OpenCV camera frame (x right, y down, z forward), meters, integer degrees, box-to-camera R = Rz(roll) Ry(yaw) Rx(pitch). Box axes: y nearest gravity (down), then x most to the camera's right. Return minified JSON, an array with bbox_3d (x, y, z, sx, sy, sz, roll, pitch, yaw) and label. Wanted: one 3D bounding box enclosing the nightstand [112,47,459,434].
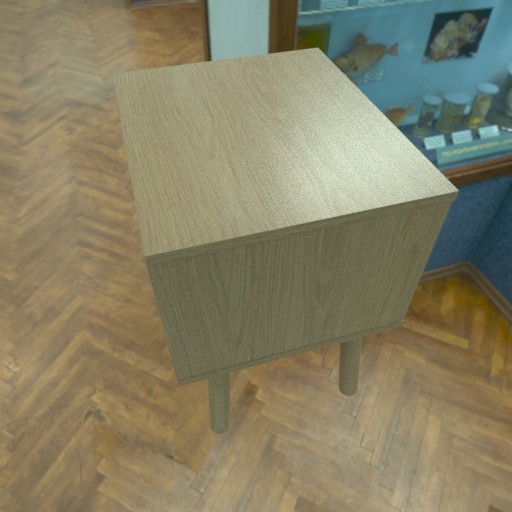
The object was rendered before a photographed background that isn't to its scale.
[{"bbox_3d":[0.000,0.000,0.857,0.380,0.571,0.450,-12,48,-11],"label":"nightstand"}]
